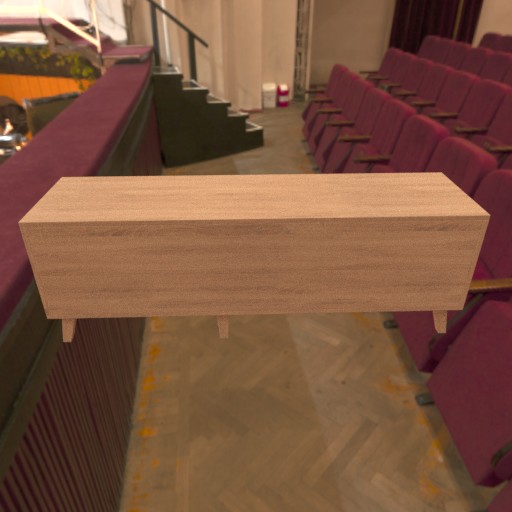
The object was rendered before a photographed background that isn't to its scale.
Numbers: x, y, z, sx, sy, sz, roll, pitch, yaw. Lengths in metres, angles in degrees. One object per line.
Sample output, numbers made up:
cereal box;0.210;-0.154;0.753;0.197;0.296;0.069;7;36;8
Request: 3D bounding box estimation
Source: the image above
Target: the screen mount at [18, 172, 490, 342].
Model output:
screen mount;0.000;0.000;1.708;1.500;0.510;0.400;-1;31;-2
